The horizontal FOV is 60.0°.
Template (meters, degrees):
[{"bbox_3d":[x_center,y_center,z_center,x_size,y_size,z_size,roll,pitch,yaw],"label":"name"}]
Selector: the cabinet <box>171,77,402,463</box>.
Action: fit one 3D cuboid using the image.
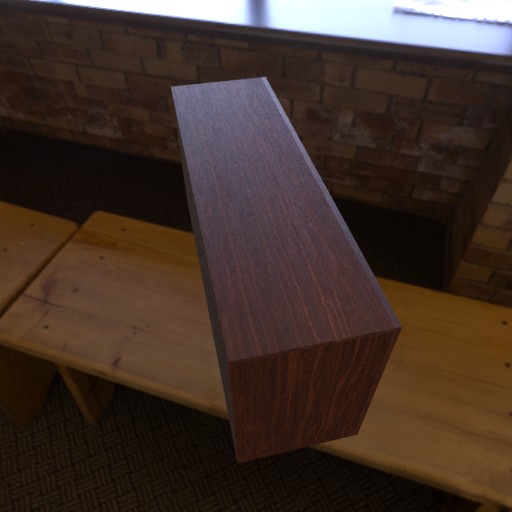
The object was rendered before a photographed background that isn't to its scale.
[{"bbox_3d":[0.000,0.000,2.046,0.505,0.940,1.575,-9,47,-9],"label":"cabinet"}]
